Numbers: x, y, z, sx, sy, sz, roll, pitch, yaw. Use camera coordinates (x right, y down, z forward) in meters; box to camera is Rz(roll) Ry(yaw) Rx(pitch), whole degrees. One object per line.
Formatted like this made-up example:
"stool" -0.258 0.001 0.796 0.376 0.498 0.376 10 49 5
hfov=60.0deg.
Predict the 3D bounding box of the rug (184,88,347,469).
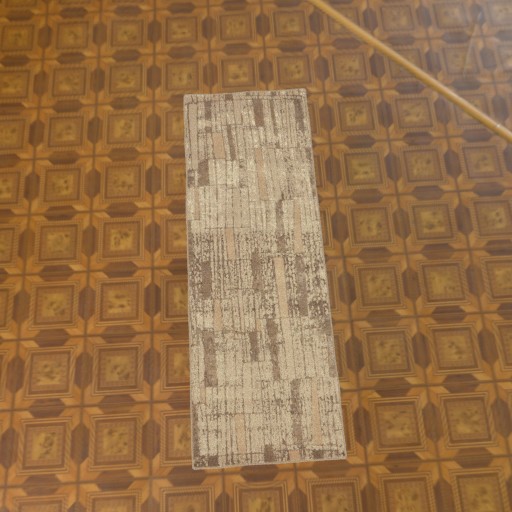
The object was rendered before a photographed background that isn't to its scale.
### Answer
"rug" 0.000 0.000 2.753 0.857 0.018 2.383 -4 74 -1
